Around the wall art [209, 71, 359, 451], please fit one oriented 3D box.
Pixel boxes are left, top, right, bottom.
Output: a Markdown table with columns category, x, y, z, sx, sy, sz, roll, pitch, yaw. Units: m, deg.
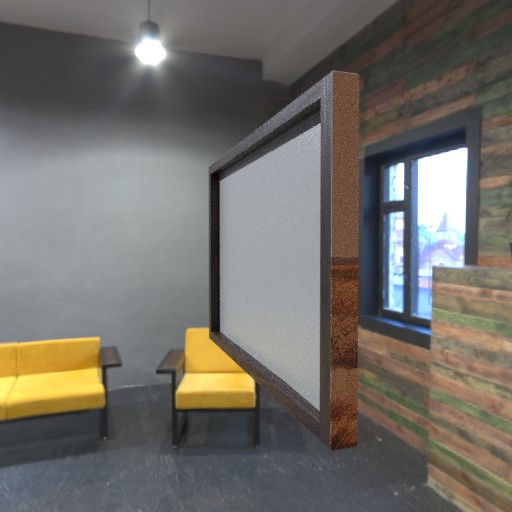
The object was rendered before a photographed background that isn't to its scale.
| category | x | y | z | sx | sy | sz | roll | pitch | yaw |
| --- | --- | --- | --- | --- | --- | --- | --- | --- | --- |
| wall art | 0.000 | 0.000 | 1.151 | 0.050 | 0.610 | 0.914 | 0 | 1 | -18 |
